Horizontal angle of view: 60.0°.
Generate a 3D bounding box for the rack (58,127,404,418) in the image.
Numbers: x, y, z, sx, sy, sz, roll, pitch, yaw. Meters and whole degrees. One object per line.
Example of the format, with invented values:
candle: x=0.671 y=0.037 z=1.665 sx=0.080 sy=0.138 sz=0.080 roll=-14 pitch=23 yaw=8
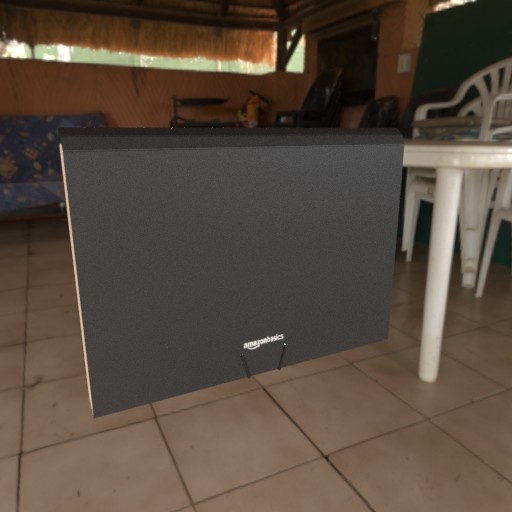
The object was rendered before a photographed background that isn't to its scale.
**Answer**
rack: x=0.000 y=0.000 z=0.434 sx=0.330 sy=0.241 sz=0.041 roll=-8 pitch=18 yaw=-26
